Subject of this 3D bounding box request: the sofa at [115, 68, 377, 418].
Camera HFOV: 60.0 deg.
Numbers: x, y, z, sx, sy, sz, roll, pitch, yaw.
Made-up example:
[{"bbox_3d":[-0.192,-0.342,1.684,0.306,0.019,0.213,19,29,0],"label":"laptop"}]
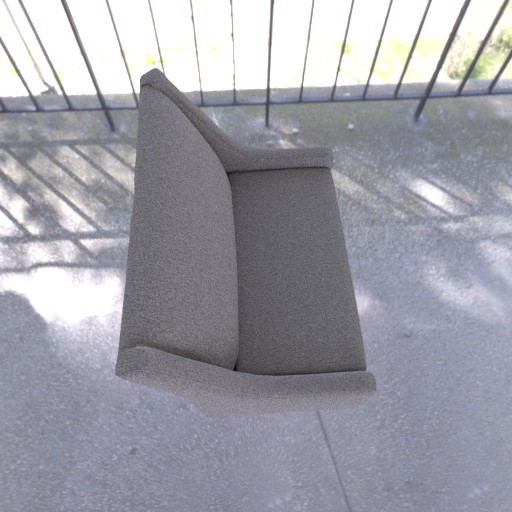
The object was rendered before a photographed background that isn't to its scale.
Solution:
[{"bbox_3d":[0.000,0.000,1.936,0.862,1.026,1.242,-3,62,-2],"label":"sofa"}]
